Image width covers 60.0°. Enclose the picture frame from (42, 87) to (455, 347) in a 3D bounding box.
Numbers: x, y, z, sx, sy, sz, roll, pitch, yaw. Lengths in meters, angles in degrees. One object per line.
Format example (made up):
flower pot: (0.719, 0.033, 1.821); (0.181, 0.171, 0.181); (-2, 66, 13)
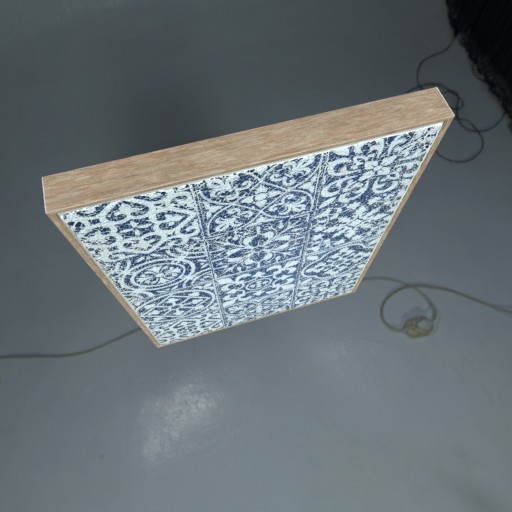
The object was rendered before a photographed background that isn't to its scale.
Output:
picture frame: (0.000, 0.000, 0.688); (0.424, 0.526, 0.043); (-15, 66, -7)
